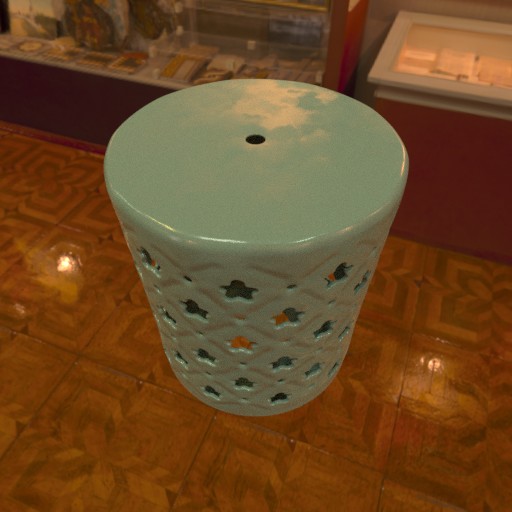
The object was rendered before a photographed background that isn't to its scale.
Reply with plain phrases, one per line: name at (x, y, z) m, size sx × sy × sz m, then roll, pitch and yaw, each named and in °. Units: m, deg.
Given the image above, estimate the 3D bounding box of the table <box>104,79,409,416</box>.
table at (0.000, 0.000, 0.651) m, size 0.352 × 0.387 × 0.352 m, roll 0°, pitch 46°, yaw 0°
